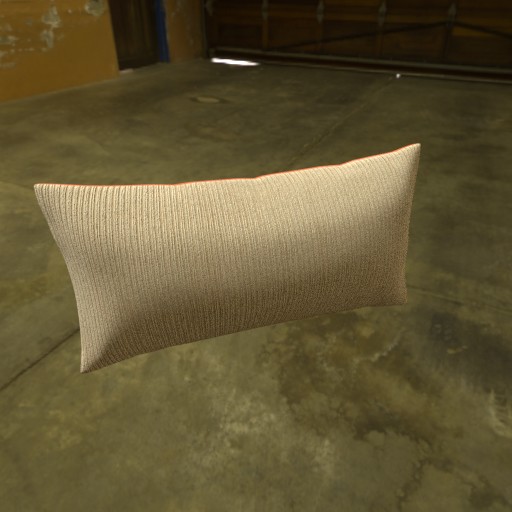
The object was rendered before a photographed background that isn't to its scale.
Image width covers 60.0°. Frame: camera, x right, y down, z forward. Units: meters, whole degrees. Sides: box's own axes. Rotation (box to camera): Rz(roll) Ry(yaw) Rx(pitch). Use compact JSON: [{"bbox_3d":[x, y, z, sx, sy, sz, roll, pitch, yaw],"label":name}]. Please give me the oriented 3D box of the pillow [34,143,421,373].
[{"bbox_3d":[0.000,0.000,0.730,0.608,0.307,0.155,-9,32,-15],"label":"pillow"}]
